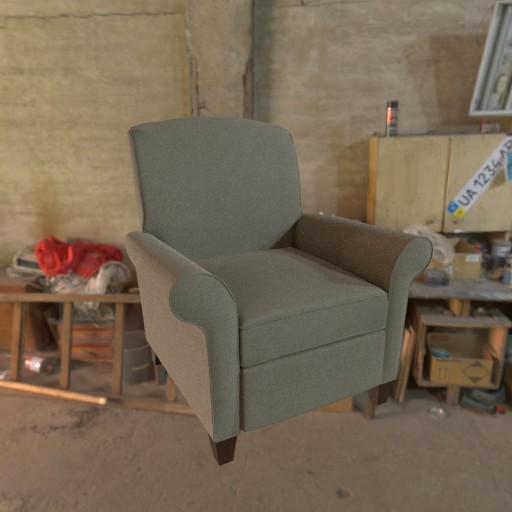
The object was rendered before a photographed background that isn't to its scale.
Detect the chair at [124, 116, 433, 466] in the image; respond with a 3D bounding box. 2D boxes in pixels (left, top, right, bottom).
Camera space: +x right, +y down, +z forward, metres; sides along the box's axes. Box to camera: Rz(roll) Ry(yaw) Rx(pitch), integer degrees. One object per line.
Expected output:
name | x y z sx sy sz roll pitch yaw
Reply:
chair | 0.000 0.000 1.744 0.978 1.061 0.905 -9 18 -27
